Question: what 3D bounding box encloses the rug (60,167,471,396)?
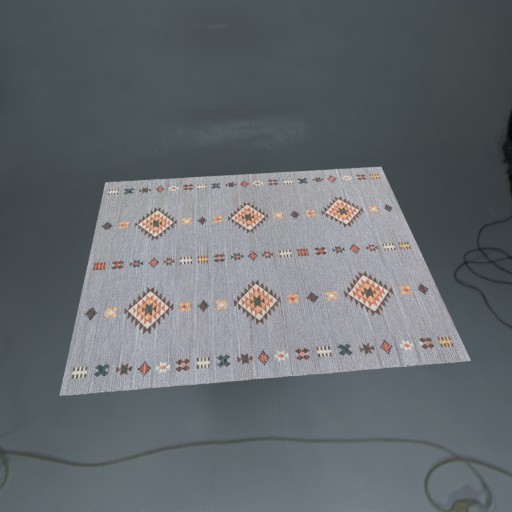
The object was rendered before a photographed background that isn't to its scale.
[{"bbox_3d":[0.000,0.000,4.063,3.035,0.008,2.425,-4,48,-4],"label":"rug"}]
